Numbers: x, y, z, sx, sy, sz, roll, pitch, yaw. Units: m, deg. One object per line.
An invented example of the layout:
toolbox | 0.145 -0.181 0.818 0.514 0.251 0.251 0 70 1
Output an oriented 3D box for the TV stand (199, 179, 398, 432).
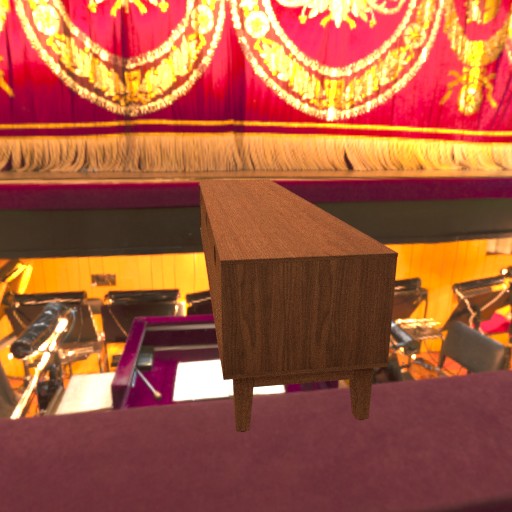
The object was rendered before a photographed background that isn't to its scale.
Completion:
TV stand | 0.000 0.000 1.646 0.366 0.409 1.482 -2 16 -8
